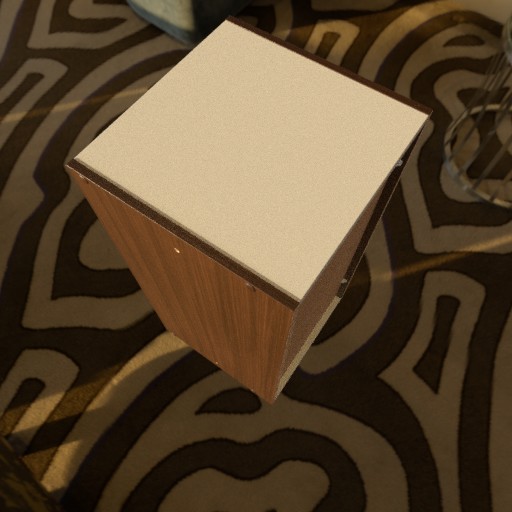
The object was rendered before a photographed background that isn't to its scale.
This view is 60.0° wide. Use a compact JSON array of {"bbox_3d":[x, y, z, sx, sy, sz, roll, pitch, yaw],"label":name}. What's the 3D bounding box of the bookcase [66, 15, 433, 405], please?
[{"bbox_3d":[0.000,0.000,0.761,0.290,0.600,0.300,32,68,15],"label":"bookcase"}]
